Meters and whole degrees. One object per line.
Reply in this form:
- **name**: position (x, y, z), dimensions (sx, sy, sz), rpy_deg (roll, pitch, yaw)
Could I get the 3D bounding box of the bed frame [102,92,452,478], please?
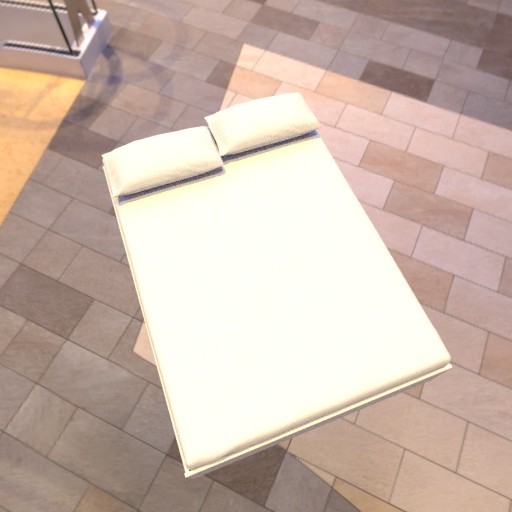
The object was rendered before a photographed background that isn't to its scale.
- **bed frame**: position (0.000, 0.000, 2.612), dimensions (1.450, 0.629, 1.950), rpy_deg (-19, 64, -9)
